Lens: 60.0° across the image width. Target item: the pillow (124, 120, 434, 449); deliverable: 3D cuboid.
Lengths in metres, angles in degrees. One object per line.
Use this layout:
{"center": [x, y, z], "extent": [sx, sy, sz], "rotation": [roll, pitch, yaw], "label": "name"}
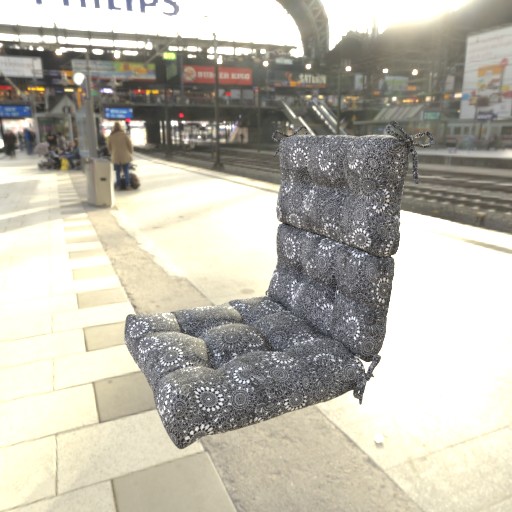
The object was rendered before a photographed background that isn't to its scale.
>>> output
{"center": [0.000, 0.000, 1.044], "extent": [0.571, 0.605, 0.519], "rotation": [-7, 17, -25], "label": "pillow"}
